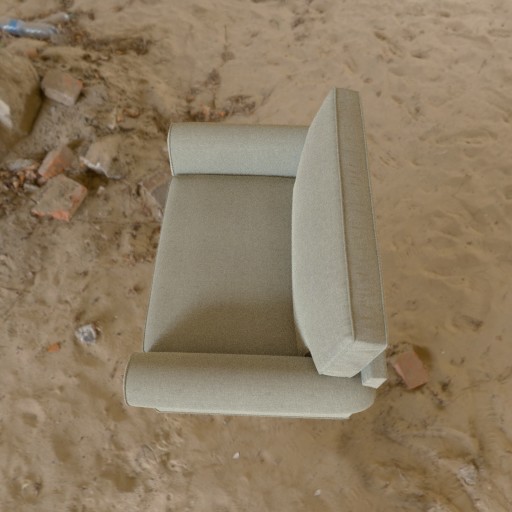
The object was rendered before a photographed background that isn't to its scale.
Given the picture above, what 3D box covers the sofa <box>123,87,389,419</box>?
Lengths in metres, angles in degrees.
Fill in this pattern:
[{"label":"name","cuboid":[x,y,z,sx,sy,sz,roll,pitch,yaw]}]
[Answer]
[{"label":"sofa","cuboid":[0.000,0.000,2.035,0.936,0.991,1.405,2,60,1]}]
